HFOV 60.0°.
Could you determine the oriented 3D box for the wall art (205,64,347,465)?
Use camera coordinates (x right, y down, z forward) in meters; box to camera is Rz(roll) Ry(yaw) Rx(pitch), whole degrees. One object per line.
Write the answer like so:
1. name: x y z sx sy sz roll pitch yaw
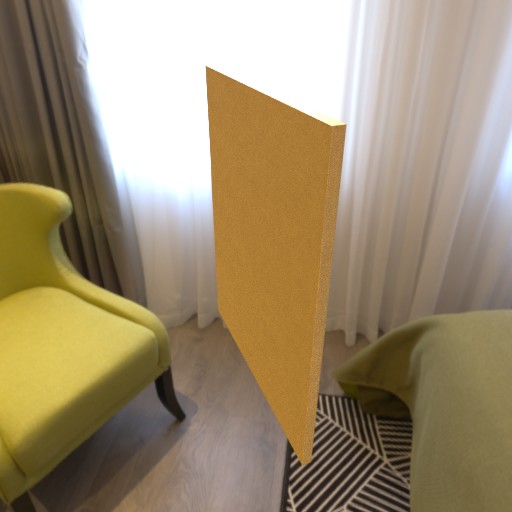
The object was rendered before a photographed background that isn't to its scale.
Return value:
1. wall art: 0.000 0.000 1.379 0.030 1.002 0.798 -12 33 -19
